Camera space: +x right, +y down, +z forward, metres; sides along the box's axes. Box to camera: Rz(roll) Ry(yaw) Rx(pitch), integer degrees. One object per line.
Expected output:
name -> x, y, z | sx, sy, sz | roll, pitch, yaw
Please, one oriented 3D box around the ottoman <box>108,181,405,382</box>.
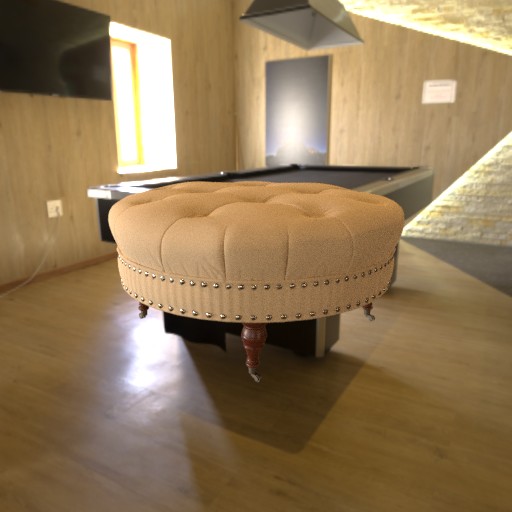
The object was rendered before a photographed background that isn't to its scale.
ottoman -> 0.000, 0.000, 1.435 | 0.901, 0.439, 0.901 | 0, 15, 0
